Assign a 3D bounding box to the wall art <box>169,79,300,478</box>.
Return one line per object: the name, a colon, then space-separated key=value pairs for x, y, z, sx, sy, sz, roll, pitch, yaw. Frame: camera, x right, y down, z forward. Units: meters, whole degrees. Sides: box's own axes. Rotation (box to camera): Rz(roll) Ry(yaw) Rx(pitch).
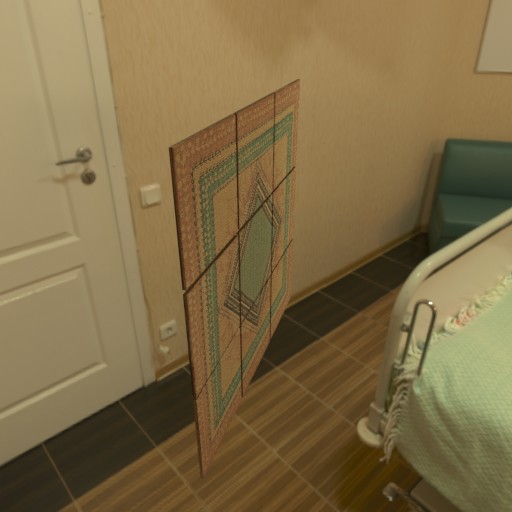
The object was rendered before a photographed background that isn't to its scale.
wall art: x=0.000 y=0.000 z=1.822 sx=0.013 sy=1.213 sz=1.215 roll=9 pitch=30 yaw=16
